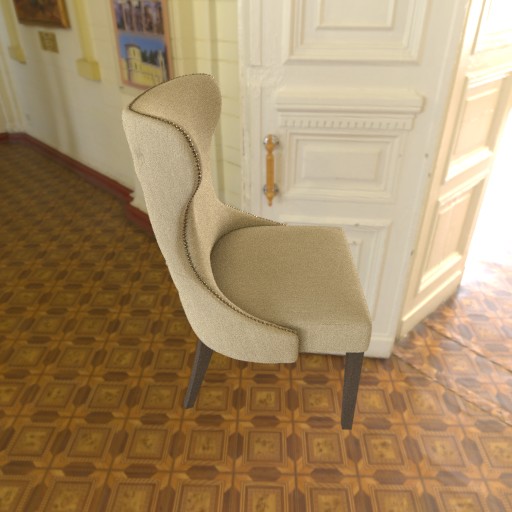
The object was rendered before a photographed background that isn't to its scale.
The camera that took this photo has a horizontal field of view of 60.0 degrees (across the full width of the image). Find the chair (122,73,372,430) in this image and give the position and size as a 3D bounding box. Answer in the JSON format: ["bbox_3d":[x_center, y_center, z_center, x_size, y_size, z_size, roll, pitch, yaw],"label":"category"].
[{"bbox_3d":[0.000,0.000,1.359,0.635,0.967,0.628,1,32,1],"label":"chair"}]
